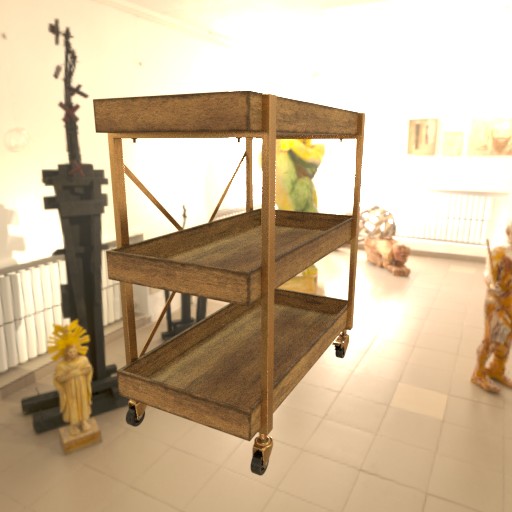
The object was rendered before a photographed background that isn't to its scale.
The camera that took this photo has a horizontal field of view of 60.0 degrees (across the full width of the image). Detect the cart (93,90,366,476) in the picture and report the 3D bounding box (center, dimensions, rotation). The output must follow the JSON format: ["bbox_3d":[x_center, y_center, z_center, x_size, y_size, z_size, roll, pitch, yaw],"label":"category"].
[{"bbox_3d":[0.000,0.000,1.256,0.416,0.799,0.750,8,16,27],"label":"cart"}]
